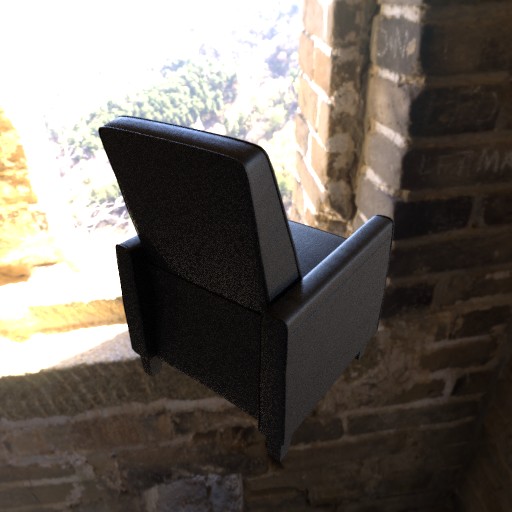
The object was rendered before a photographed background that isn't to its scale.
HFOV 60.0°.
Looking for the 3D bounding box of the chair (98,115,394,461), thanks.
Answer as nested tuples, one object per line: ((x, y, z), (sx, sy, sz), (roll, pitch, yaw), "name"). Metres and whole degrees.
((0.000, 0.000, 1.542), (0.705, 1.013, 0.746), (21, 36, 32), "chair")
